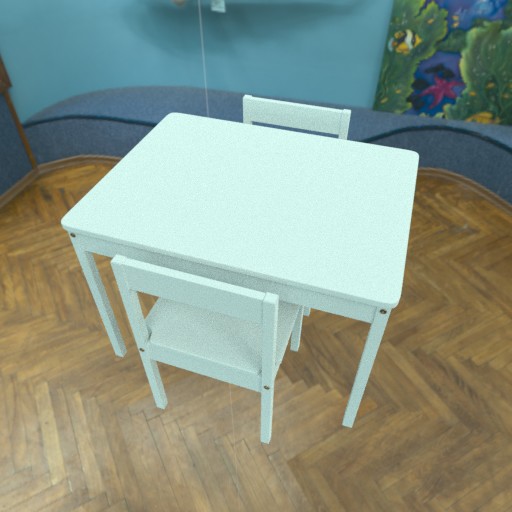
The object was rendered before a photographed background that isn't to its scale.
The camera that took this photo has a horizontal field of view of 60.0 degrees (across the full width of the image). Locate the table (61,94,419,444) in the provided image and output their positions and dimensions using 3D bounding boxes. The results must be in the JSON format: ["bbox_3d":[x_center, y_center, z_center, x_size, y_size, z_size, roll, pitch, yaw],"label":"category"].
[{"bbox_3d":[0.000,0.000,1.102,0.650,0.503,0.672,13,46,13],"label":"table"}]
